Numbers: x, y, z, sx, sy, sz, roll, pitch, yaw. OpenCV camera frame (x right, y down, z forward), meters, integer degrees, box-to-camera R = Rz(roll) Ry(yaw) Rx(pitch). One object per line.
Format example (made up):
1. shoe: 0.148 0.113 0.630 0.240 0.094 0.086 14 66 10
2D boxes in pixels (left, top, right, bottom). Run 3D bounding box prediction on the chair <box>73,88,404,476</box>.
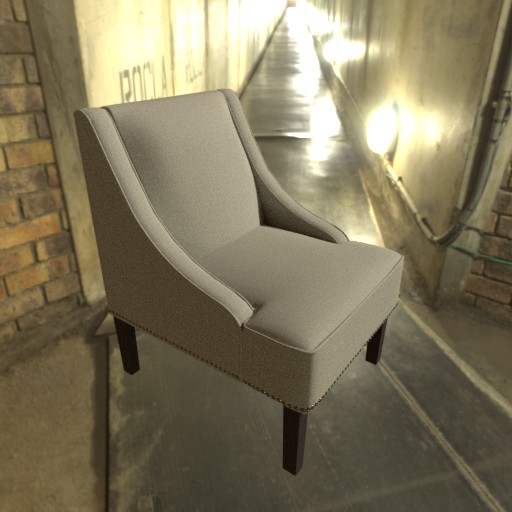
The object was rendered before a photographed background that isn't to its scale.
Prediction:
1. chair: 0.000 0.000 1.342 0.737 0.864 0.610 18 32 32
